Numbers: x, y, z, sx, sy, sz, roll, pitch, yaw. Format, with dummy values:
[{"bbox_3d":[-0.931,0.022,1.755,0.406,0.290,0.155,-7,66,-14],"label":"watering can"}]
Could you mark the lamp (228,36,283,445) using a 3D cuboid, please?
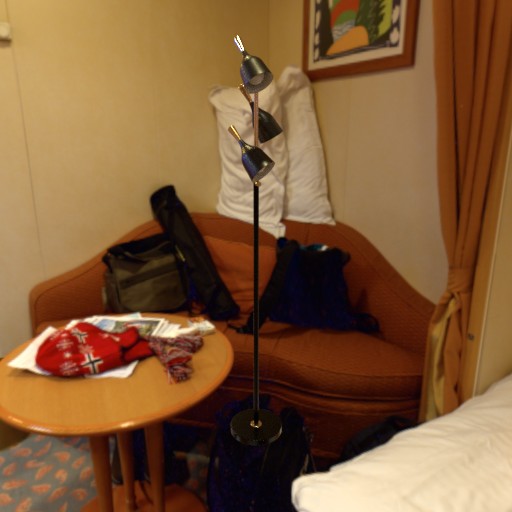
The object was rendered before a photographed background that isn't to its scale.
[{"bbox_3d":[0.000,0.000,1.965,0.253,1.778,0.434,3,15,11],"label":"lamp"}]
